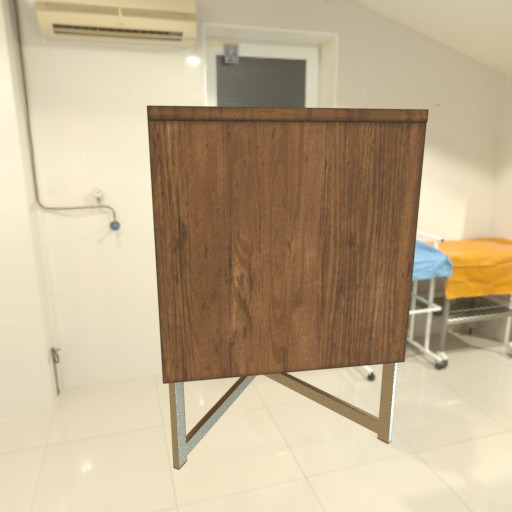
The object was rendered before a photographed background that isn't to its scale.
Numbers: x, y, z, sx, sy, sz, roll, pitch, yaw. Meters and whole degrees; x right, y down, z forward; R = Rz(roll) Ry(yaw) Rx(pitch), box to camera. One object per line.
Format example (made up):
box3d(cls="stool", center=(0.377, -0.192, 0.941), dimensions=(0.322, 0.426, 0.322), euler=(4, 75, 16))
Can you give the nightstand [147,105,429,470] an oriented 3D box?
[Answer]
box3d(cls="nightstand", center=(0.000, 0.000, 1.025), dimensions=(0.446, 0.610, 0.610), euler=(-3, 15, -10))
